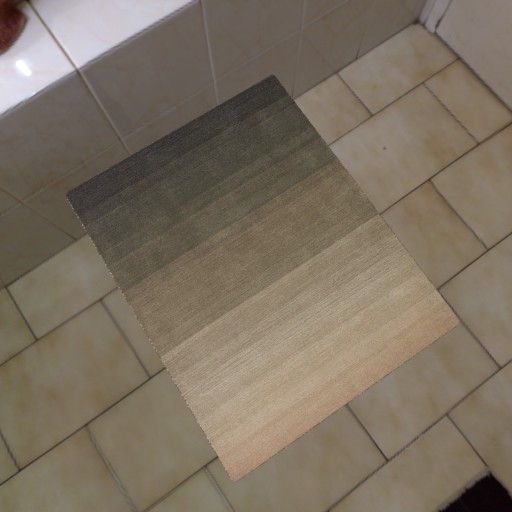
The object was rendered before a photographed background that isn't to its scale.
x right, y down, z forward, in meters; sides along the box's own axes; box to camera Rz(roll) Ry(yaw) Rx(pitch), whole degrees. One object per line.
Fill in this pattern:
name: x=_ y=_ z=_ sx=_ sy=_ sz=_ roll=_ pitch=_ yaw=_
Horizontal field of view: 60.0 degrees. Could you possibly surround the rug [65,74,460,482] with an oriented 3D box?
rug: x=0.000 y=0.000 z=3.918 sx=2.305 sy=0.017 sz=2.902 roll=-32 pitch=78 yaw=-7
